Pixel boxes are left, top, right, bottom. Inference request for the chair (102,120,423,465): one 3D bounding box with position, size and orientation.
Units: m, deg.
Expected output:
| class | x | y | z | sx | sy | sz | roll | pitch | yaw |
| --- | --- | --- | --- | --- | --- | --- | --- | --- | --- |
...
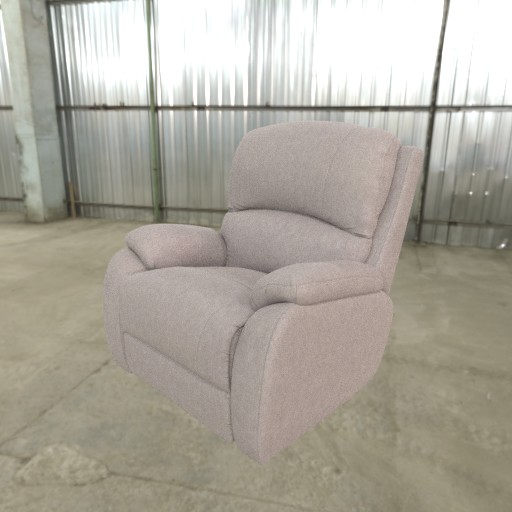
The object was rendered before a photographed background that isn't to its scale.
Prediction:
| class | x | y | z | sx | sy | sz | roll | pitch | yaw |
| --- | --- | --- | --- | --- | --- | --- | --- | --- | --- |
| chair | 0.000 | 0.000 | 1.716 | 0.930 | 1.011 | 0.899 | 15 | 22 | 42 |
